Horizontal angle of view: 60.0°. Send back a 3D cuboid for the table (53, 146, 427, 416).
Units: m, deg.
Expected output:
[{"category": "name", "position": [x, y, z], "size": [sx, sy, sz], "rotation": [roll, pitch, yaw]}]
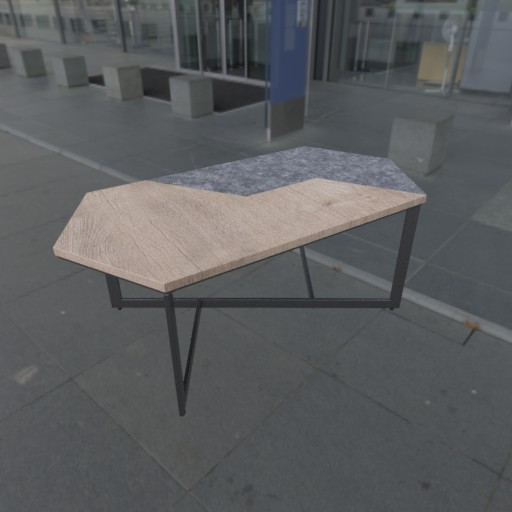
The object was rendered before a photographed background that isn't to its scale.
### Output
[{"category": "table", "position": [0.000, 0.000, 1.515], "size": [1.219, 0.457, 0.609], "rotation": [-19, 36, -28]}]
